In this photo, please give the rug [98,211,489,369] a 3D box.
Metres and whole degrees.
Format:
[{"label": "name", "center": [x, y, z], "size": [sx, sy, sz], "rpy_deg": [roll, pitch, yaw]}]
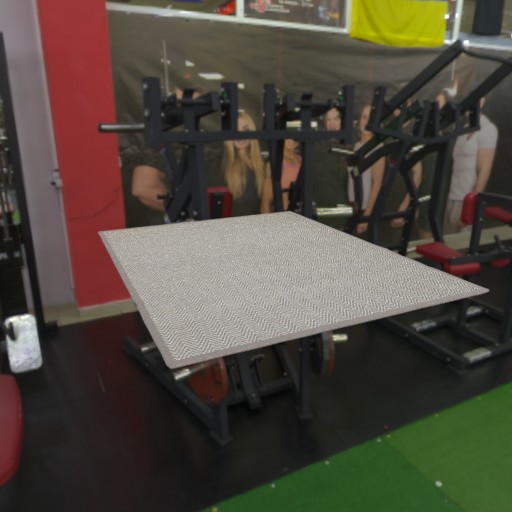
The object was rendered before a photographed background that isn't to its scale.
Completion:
[{"label": "rug", "center": [0.000, 0.000, 4.097], "size": [2.434, 0.032, 3.007], "rpy_deg": [-8, 20, -24]}]
